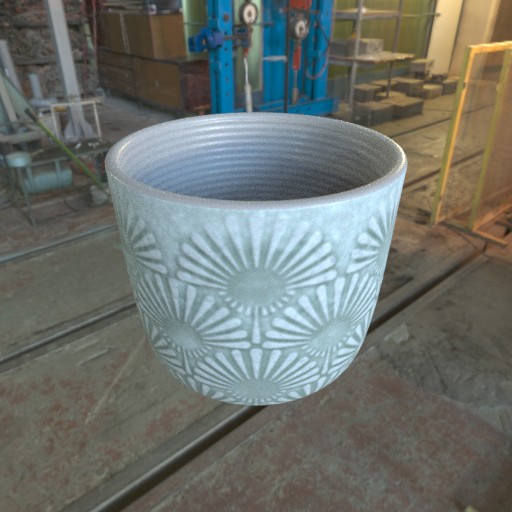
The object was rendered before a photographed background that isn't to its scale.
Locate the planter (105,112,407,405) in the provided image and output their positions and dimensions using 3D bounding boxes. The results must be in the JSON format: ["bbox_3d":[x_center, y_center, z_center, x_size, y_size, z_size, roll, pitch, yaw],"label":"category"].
[{"bbox_3d":[0.000,0.000,0.216,0.124,0.109,0.124,0,31,0],"label":"planter"}]
